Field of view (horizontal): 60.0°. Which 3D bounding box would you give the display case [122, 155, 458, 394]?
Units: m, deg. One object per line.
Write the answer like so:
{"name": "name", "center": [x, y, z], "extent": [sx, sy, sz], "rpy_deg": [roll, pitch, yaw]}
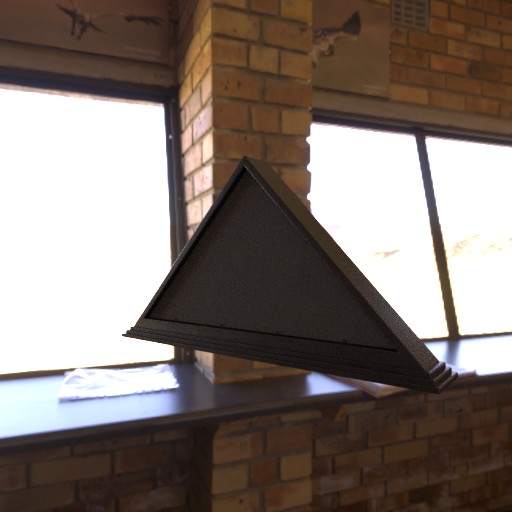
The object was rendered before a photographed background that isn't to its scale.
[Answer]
{"name": "display case", "center": [0.000, 0.000, 0.777], "extent": [0.640, 0.340, 0.095], "rpy_deg": [0, 0, 37]}
